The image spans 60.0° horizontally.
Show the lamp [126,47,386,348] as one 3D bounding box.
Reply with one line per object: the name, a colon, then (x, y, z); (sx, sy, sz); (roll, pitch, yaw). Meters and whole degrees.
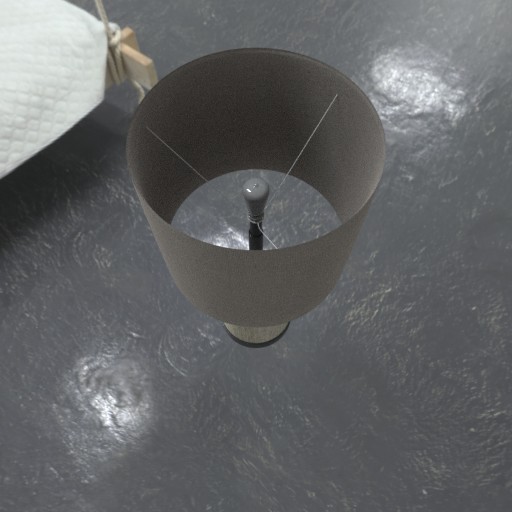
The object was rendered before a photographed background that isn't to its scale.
lamp: (0.000, 0.000, 0.599); (0.229, 0.470, 0.229); (16, 64, 8)
